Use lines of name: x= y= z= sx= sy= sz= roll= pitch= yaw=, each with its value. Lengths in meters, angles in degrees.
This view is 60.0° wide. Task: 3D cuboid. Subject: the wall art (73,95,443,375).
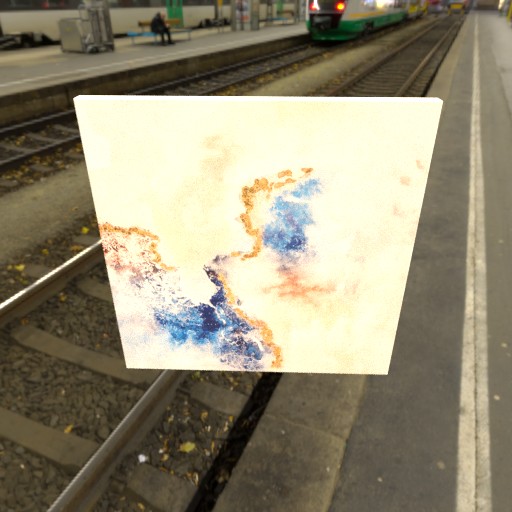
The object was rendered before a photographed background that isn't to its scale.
wall art: x=0.000 y=0.000 z=1.302 sx=0.889 sy=0.889 sz=0.038 roll=1 pitch=30 yaw=2
